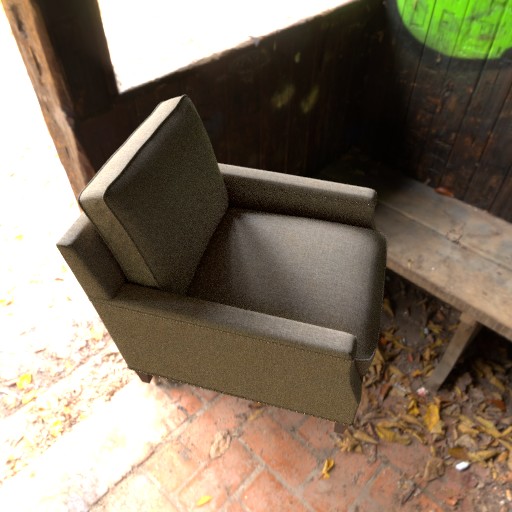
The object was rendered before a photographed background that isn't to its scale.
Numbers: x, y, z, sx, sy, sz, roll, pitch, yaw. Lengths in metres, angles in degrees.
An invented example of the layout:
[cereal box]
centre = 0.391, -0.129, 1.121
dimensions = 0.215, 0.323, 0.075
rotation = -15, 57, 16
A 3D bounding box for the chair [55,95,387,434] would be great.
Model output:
[chair]
centre = 0.000, 0.000, 1.733
dimensions = 1.014, 0.943, 0.853
rotation = 11, 47, 11
